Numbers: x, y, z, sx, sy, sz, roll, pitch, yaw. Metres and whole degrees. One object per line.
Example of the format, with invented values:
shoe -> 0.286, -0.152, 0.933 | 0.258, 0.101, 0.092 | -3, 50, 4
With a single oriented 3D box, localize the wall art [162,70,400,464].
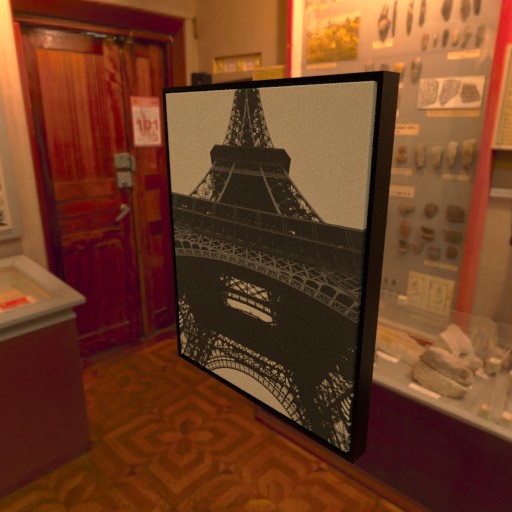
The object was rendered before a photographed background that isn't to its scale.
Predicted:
wall art -> 0.000, 0.000, 0.753 | 0.039, 0.553, 0.451 | -17, 24, -42
